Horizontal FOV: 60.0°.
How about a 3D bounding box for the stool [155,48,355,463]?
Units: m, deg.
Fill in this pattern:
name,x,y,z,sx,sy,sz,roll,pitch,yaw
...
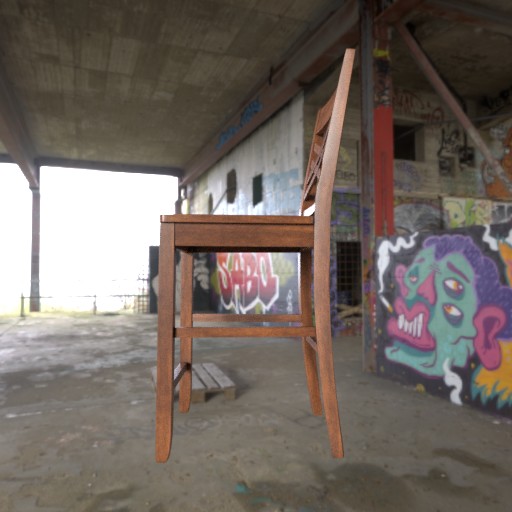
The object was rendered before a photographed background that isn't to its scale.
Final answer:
name,x,y,z,sx,sy,sz,roll,pitch,yaw
stool,0.000,0.000,1.367,0.539,1.079,0.462,0,-2,-1
